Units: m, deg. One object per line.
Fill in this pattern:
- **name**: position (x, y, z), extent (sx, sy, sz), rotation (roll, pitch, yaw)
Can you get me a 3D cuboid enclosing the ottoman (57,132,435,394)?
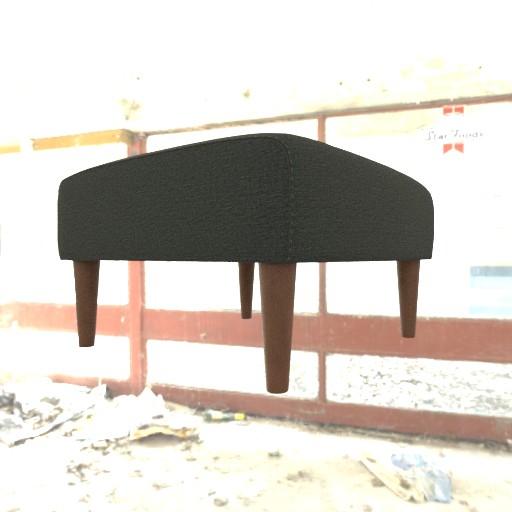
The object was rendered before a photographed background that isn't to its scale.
- **ottoman**: position (0.000, 0.000, 1.033), extent (0.649, 0.398, 0.650), rotation (0, 0, 38)
